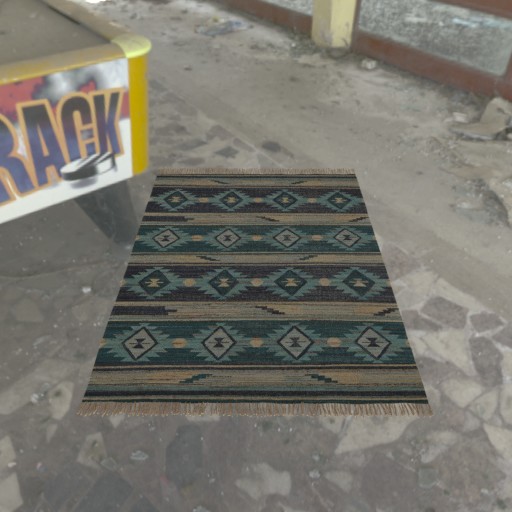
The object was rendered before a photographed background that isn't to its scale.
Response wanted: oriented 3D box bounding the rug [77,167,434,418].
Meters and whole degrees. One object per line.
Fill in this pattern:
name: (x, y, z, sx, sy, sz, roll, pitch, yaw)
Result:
rug: (0.000, 0.000, 4.220, 2.418, 0.047, 3.307, 0, 41, 0)
